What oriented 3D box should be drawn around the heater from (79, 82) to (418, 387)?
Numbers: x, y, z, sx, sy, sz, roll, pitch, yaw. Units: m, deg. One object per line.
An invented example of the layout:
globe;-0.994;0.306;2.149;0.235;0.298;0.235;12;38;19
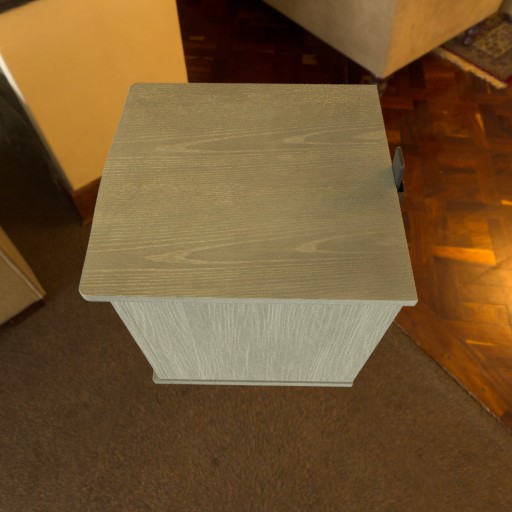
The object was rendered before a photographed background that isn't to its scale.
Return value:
heater;0.000;0.000;0.752;0.400;0.481;0.362;1;58;0
